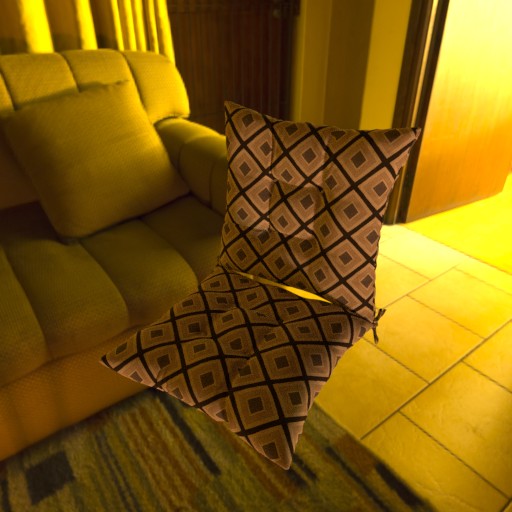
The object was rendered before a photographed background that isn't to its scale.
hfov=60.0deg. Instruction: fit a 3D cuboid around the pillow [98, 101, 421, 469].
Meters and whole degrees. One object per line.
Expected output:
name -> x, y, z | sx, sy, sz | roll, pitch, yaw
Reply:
pillow -> 0.000, 0.000, 1.001 | 0.541, 0.536, 0.585 | 18, 36, 27
